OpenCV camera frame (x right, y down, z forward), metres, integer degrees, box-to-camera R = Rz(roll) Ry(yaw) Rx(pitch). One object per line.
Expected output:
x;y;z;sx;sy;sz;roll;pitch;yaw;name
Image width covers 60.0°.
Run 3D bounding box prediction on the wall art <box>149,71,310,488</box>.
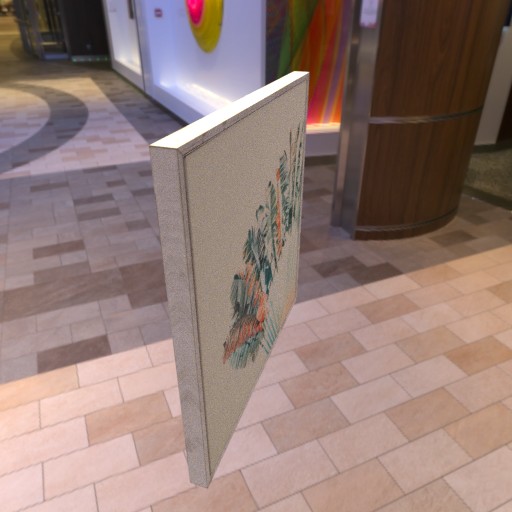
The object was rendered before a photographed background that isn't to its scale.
0.000;0.000;0.735;0.029;0.506;0.508;10;32;17;wall art
